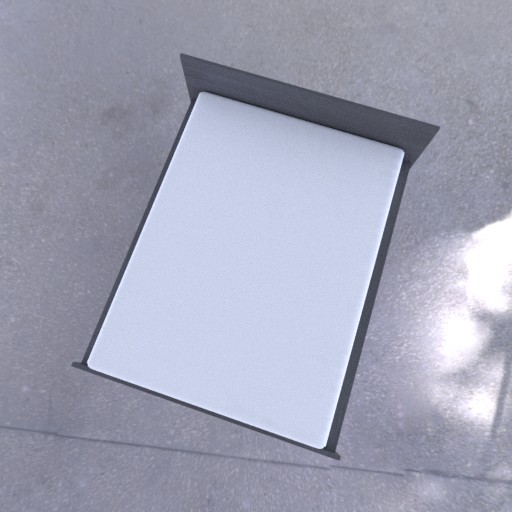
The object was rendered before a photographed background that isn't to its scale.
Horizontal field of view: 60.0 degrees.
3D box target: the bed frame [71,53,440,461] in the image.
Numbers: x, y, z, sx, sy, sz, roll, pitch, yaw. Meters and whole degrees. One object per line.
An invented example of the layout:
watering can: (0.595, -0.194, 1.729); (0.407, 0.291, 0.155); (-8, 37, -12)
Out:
bed frame: (0.000, 0.000, 2.802); (1.622, 0.800, 1.960); (18, 76, 5)
